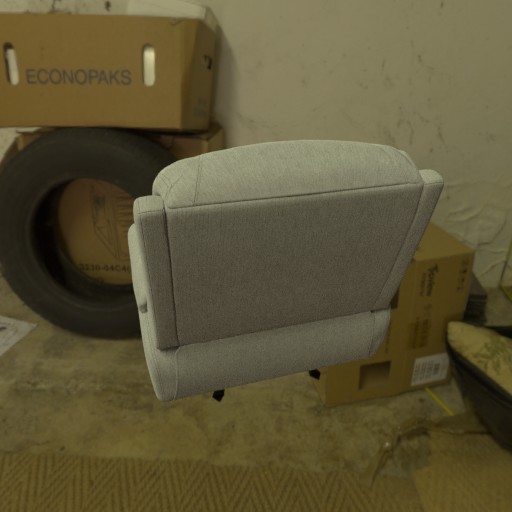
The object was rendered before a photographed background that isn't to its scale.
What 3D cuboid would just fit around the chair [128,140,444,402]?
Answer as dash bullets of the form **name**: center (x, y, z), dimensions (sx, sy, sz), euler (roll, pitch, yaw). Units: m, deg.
- **chair**: center (0.000, 0.000, 1.706), dimensions (0.930, 1.011, 0.899), euler (-8, 28, -15)
